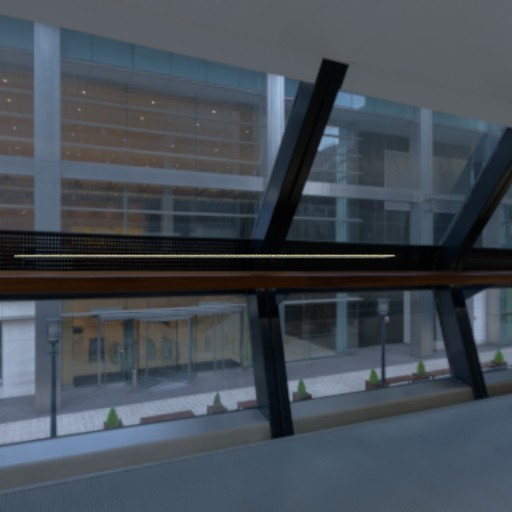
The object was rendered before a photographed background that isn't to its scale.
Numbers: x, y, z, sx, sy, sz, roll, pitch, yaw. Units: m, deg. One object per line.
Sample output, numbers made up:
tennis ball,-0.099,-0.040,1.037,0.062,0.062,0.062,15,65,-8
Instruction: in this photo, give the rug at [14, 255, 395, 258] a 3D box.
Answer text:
rug,0.000,0.000,4.180,2.452,0.016,3.204,0,0,18
